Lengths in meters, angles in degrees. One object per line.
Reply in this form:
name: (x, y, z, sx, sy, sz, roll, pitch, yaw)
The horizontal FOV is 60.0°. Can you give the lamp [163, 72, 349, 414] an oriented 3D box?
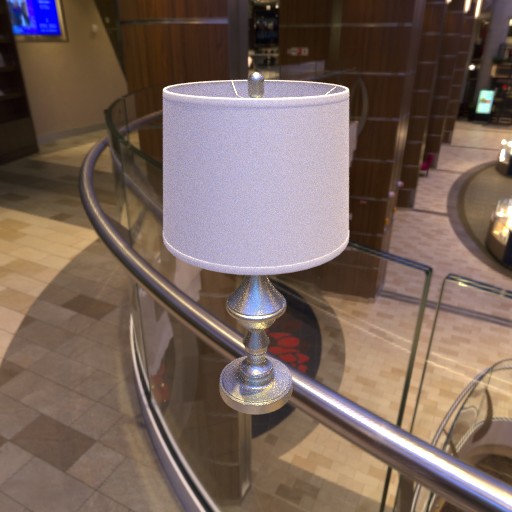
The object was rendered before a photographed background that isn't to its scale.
lamp: (0.000, 0.000, 0.954, 0.383, 0.733, 0.383, 0, 26, 0)
